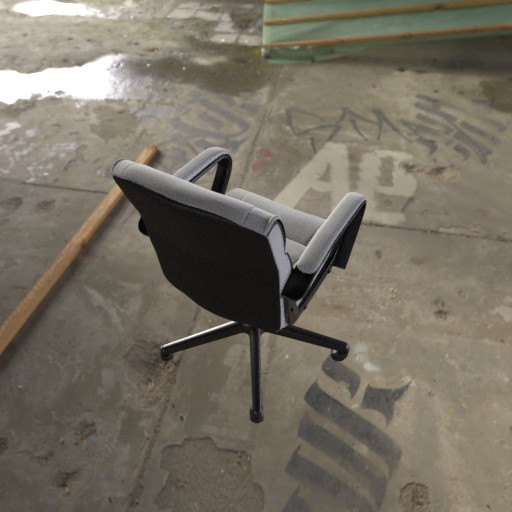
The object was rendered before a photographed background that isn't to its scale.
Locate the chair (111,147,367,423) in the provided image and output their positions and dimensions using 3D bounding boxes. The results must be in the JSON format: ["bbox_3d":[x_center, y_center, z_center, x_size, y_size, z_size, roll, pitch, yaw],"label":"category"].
[{"bbox_3d":[0.000,0.000,1.511,0.739,1.004,0.717,23,50,21],"label":"chair"}]
